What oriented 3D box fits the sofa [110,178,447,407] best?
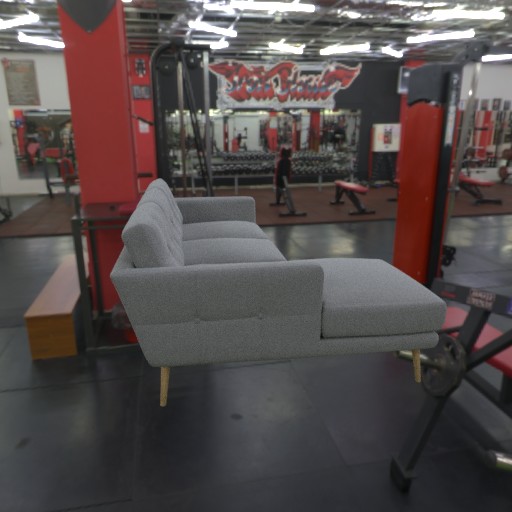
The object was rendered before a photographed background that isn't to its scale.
[{"bbox_3d":[0.000,0.000,2.924,1.530,0.860,2.040,-3,16,-9],"label":"sofa"}]
